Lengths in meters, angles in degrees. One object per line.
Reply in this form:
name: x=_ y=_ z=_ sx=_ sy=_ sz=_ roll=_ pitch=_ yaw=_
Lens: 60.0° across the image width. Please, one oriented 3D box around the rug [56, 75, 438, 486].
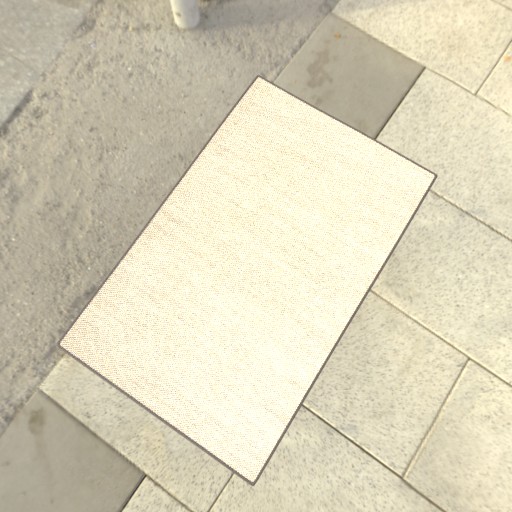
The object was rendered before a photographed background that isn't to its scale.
rug: x=0.000 y=0.000 z=2.089 sx=1.067 sy=0.013 sz=1.676 roll=32 pitch=78 yaw=8
